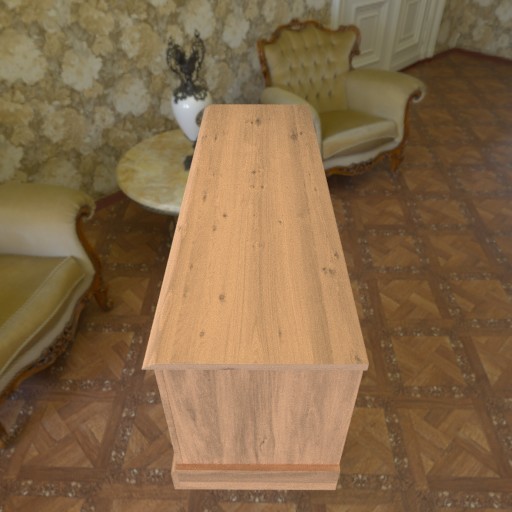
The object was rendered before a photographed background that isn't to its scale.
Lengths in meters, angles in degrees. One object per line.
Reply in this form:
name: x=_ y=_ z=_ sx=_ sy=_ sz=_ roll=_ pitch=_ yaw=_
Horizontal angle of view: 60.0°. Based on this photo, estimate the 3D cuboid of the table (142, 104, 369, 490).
table: x=0.000 y=0.000 z=1.398 sx=0.400 sy=0.510 sz=1.200 roll=0 pitch=40 yaw=0
